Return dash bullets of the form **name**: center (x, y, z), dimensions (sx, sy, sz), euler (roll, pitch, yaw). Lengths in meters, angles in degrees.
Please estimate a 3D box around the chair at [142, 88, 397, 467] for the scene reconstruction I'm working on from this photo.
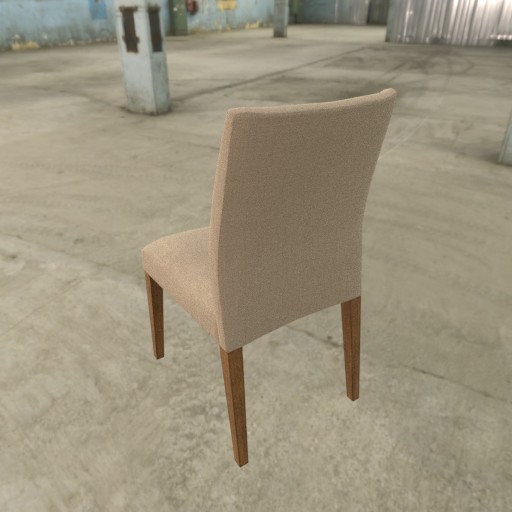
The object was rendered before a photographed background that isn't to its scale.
- **chair**: center (0.000, 0.000, 1.277), dimensions (0.496, 0.940, 0.585), euler (-18, 34, -29)
